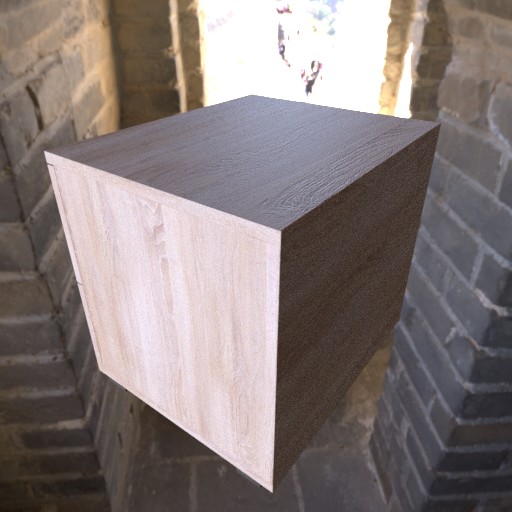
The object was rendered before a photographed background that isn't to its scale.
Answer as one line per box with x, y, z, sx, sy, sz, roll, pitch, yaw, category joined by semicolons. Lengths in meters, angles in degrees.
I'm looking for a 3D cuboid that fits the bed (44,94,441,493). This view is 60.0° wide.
0.000;0.000;0.765;0.401;0.420;0.460;21;37;31;bed
